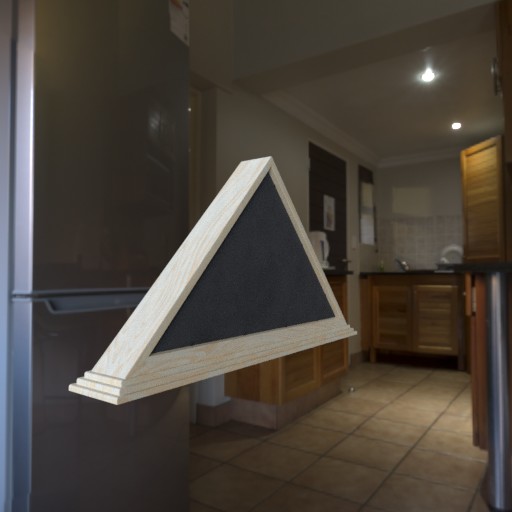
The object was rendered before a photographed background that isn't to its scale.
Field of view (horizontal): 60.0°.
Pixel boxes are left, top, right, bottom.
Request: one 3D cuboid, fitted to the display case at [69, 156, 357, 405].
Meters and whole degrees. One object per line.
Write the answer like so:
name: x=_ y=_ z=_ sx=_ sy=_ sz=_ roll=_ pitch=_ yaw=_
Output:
display case: x=0.000 y=0.000 z=0.773 sx=0.095 sy=0.340 sz=0.640 roll=-1 pitch=-2 yaw=36
